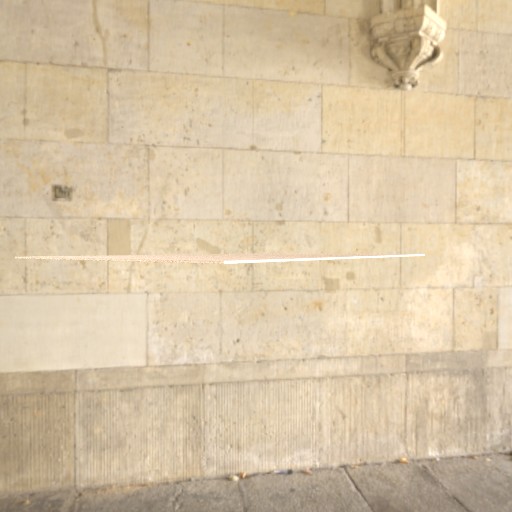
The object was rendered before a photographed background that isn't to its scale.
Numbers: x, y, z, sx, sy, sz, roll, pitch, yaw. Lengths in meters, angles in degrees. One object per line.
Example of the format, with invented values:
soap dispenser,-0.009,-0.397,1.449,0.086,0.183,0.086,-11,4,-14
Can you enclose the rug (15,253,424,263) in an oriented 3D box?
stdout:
rug,0.000,0.000,2.985,1.524,0.008,2.440,1,1,36
